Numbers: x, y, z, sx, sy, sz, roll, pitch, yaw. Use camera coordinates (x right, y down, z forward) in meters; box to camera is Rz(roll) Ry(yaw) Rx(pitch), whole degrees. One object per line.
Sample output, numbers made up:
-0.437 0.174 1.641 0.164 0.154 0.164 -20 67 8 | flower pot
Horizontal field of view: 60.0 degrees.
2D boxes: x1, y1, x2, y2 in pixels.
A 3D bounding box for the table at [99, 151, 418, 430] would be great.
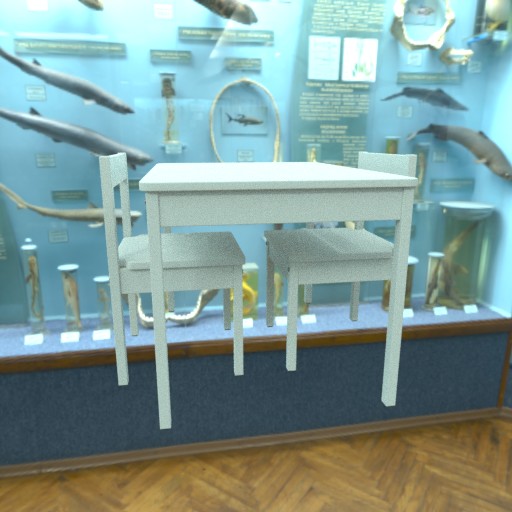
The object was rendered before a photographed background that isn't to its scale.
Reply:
0.000 0.000 1.117 0.672 0.503 0.650 -2 15 -9 | table
